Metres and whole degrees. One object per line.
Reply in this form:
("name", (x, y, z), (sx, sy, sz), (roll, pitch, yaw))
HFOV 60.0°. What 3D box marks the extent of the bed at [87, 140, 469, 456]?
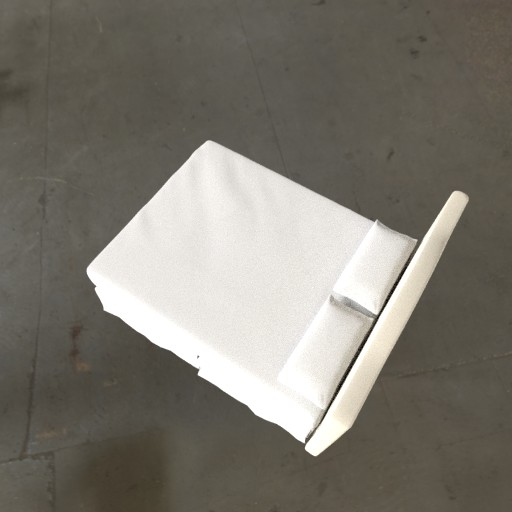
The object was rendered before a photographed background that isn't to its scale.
("bed", (0.000, 0.000, 3.328), (2.196, 1.449, 1.741), (30, 65, 15))
